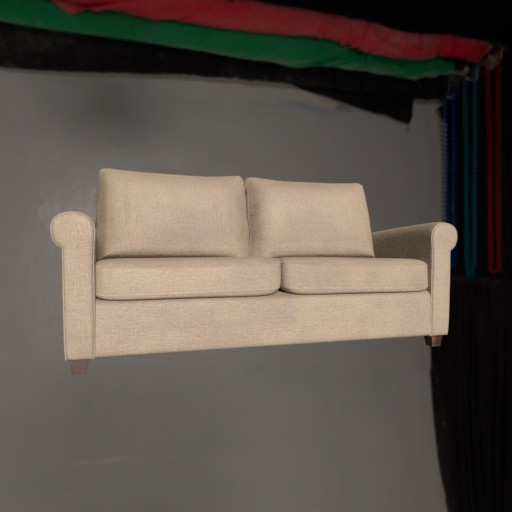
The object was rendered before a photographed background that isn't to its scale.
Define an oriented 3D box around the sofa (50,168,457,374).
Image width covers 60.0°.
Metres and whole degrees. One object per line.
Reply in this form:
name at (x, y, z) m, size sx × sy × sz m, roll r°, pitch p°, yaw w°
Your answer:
sofa at (0.000, 0.000, 2.390) m, size 1.935 × 0.942 × 0.842 m, roll 0°, pitch 0°, yaw -18°
